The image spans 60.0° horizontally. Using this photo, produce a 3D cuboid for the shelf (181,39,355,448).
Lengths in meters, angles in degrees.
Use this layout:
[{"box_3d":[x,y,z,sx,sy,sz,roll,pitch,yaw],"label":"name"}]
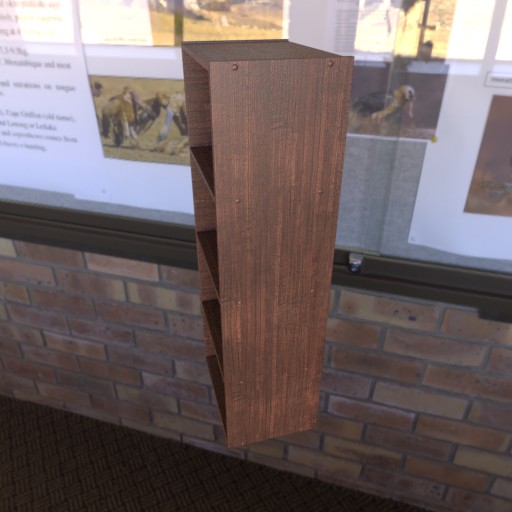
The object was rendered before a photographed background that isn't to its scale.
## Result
[{"box_3d":[0.000,0.000,1.288,0.290,1.099,0.415,-8,32,-13],"label":"shelf"}]
